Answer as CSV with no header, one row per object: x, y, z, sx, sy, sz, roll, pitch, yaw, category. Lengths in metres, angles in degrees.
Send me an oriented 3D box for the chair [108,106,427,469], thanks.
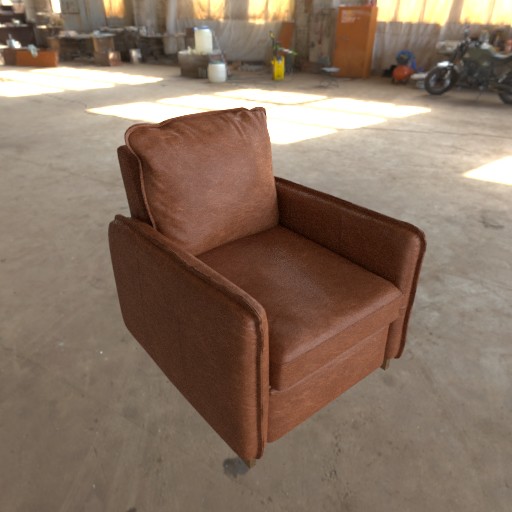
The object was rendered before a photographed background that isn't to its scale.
0.000,0.000,1.626,0.830,0.922,0.922,-22,36,-33,chair
